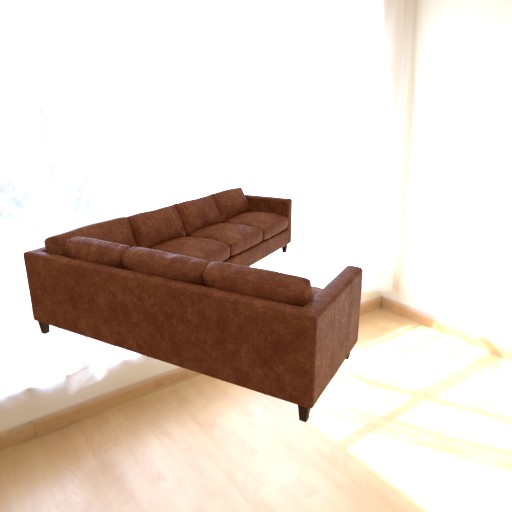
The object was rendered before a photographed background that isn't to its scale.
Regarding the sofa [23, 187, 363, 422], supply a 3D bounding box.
[{"bbox_3d":[0.000,0.000,4.292,2.438,0.838,3.150,9,20,27],"label":"sofa"}]
